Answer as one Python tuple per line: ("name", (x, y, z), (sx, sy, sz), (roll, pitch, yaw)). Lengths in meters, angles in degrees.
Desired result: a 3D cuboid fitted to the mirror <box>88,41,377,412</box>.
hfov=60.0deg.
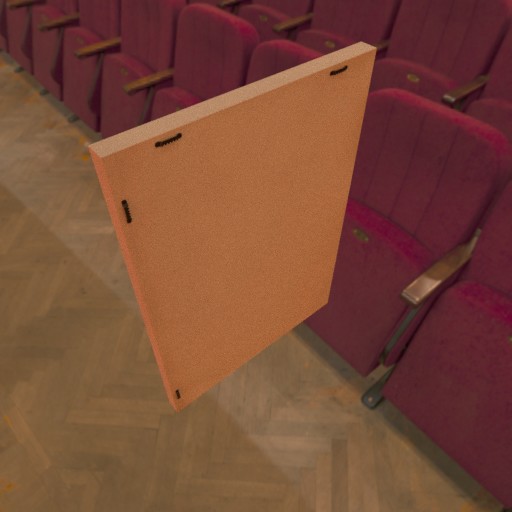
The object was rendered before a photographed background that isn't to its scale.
("mirror", (0.000, 0.000, 0.906), (0.507, 0.710, 0.040), (-31, 54, -26))
